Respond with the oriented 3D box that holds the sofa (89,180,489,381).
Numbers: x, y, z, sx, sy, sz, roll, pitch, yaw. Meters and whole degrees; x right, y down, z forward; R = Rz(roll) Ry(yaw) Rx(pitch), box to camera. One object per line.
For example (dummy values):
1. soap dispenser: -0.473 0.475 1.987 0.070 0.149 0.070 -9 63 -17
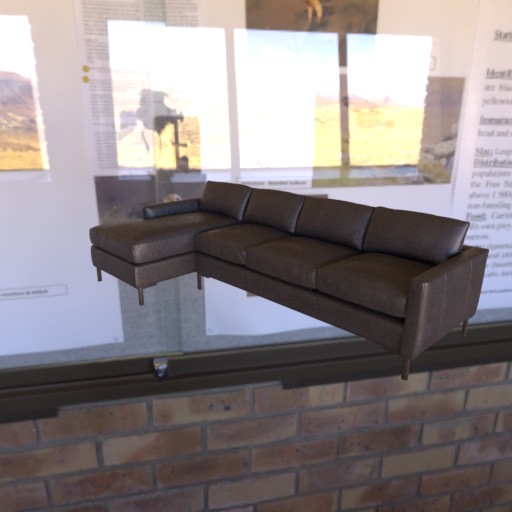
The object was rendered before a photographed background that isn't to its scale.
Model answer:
1. sofa: 0.000 0.000 3.558 1.471 0.859 2.993 -16 23 -41
